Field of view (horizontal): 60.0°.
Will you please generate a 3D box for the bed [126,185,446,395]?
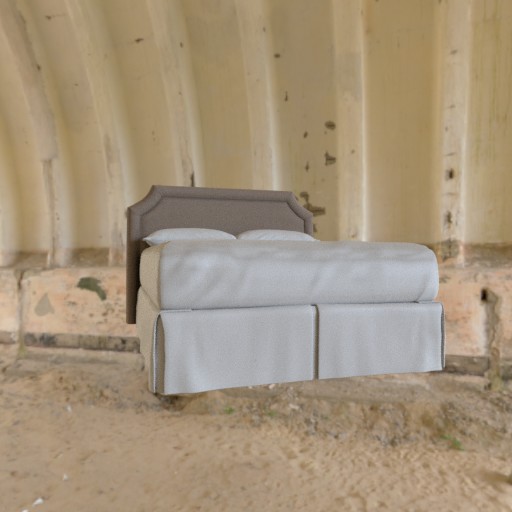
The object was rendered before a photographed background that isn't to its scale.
[{"bbox_3d":[0.000,0.000,3.285,1.828,1.303,2.164,0,0,-17],"label":"bed"}]
